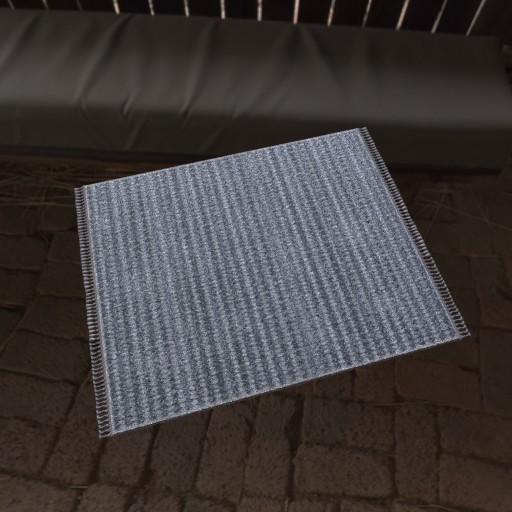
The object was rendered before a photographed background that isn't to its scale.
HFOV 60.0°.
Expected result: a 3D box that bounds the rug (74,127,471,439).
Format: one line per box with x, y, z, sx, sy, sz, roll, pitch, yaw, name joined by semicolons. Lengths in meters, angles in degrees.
0.000;0.000;3.809;2.910;0.013;2.256;-13;64;-7;rug
